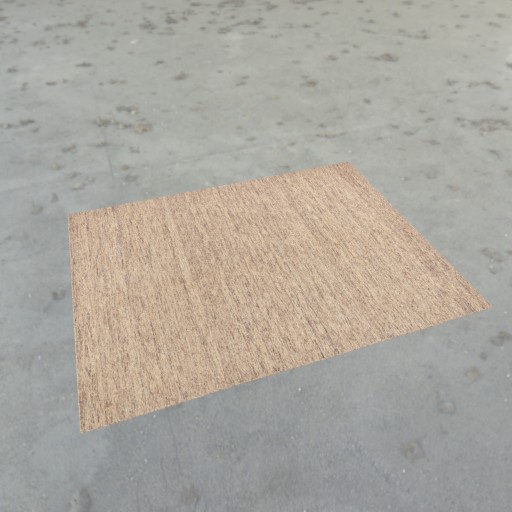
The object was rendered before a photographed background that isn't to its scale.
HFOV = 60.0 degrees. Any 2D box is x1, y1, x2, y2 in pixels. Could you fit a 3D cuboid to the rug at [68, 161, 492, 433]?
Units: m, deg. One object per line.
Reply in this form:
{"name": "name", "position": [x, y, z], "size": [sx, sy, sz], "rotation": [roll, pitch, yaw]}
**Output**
{"name": "rug", "position": [0.000, 0.000, 4.050], "size": [3.205, 0.013, 2.448], "rotation": [-13, 44, -14]}
